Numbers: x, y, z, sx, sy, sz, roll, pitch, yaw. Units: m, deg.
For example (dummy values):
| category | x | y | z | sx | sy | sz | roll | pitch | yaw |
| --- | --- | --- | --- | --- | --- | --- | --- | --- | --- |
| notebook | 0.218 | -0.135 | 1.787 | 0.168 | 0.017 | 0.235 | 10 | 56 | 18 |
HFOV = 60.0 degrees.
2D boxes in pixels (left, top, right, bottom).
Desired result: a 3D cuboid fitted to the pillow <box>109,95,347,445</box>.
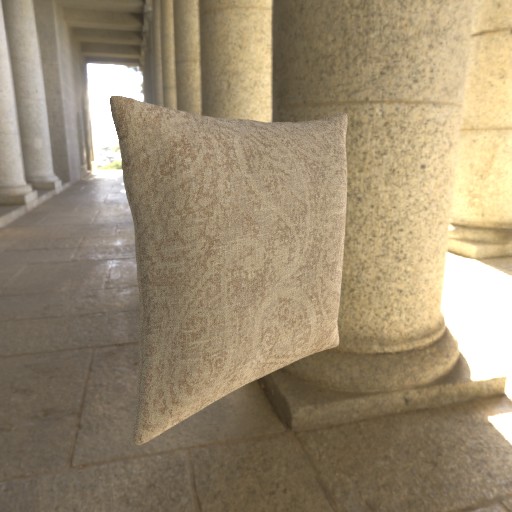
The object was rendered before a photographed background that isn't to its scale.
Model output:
| category | x | y | z | sx | sy | sz | roll | pitch | yaw |
| --- | --- | --- | --- | --- | --- | --- | --- | --- | --- |
| pillow | 0.000 | 0.000 | 0.790 | 0.523 | 0.510 | 0.166 | -13 | 19 | -43 |
